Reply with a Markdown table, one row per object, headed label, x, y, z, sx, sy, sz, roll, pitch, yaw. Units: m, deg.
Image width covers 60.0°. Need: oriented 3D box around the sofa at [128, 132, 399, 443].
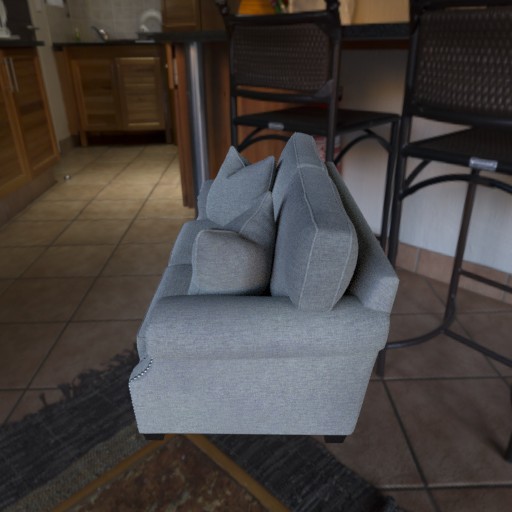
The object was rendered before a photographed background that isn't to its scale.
| label | x | y | z | sx | sy | sz | roll | pitch | yaw |
| --- | --- | --- | --- | --- | --- | --- | --- | --- | --- |
| sofa | 0.000 | 0.000 | 2.270 | 0.966 | 0.966 | 1.701 | 0 | 26 | 1 |
